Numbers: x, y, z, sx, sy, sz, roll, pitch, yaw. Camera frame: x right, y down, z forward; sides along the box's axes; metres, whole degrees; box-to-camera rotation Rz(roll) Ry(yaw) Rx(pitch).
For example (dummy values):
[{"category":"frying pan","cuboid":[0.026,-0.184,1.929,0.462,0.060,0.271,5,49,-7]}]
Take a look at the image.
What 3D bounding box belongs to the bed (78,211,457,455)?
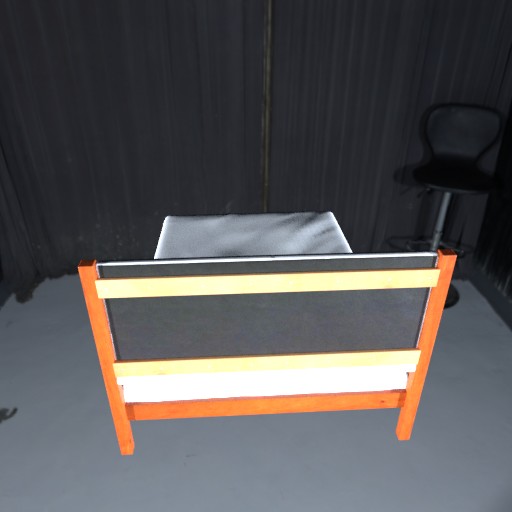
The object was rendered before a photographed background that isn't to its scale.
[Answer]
[{"category":"bed","cuboid":[0.000,0.000,3.011,1.566,1.165,2.117,-2,30,-3]}]
